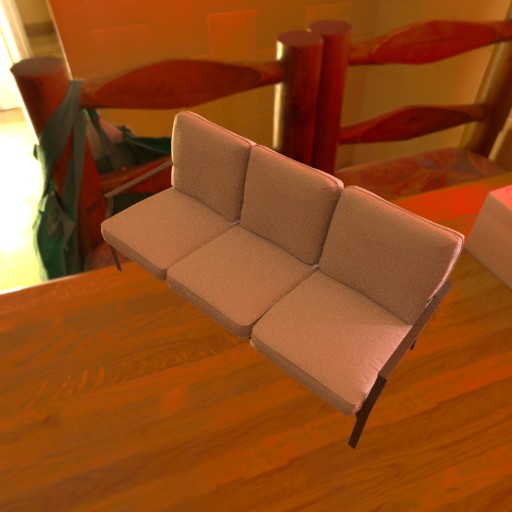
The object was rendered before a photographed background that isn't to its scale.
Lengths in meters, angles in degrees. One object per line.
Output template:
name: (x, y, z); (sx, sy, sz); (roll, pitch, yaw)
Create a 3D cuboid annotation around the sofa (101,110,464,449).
sofa: (0.000, 0.000, 2.286); (1.740, 0.860, 0.787); (31, 53, 27)
